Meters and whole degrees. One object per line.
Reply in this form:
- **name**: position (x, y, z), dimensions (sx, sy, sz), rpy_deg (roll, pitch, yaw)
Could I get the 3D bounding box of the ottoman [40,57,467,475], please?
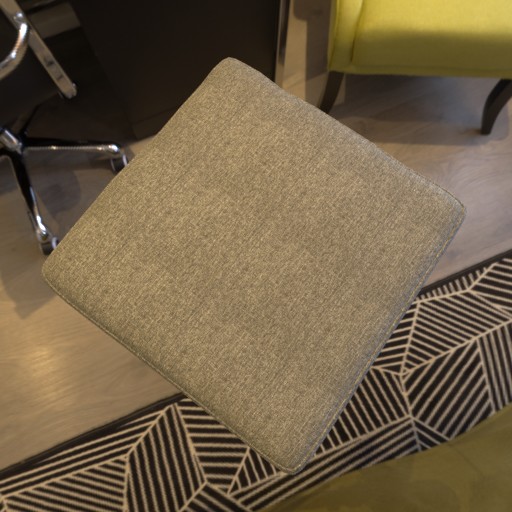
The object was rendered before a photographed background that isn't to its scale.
- **ottoman**: position (0.000, 0.000, 1.327), dimensions (0.838, 0.481, 0.838), rpy_deg (35, 78, 9)
